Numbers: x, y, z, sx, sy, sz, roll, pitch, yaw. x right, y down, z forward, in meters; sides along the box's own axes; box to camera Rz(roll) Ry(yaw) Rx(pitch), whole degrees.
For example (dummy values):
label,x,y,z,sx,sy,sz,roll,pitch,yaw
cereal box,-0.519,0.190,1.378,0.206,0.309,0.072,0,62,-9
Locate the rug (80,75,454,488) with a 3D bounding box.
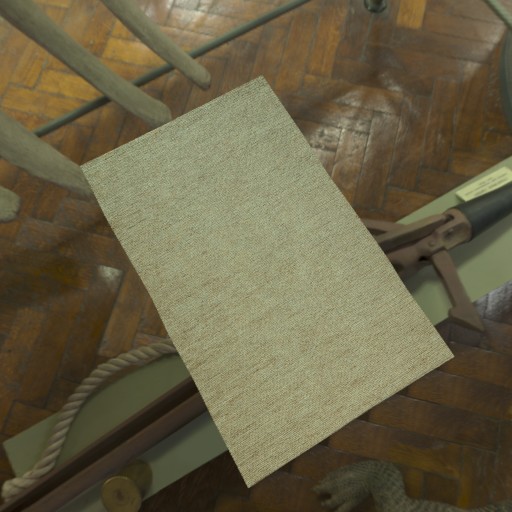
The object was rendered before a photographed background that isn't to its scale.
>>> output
label,x,y,z,sx,sy,sz,roll,pitch,yaw
rug,0.000,0.000,3.019,1.533,0.011,2.439,-29,77,-8
